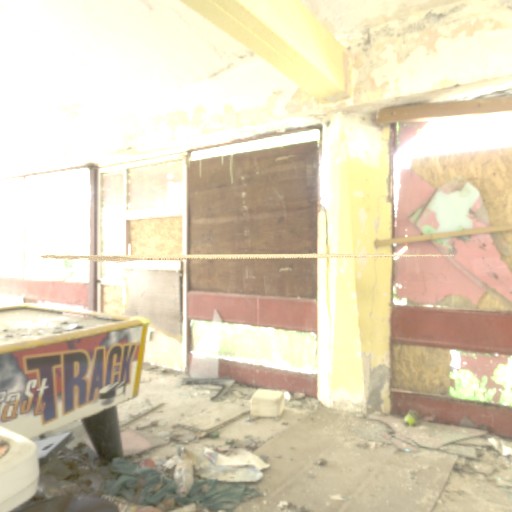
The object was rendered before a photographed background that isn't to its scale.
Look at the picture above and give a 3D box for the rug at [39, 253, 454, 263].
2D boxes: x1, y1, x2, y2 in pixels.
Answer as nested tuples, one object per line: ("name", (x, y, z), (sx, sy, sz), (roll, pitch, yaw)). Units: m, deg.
("rug", (0.000, 0.000, 2.486), (2.021, 0.027, 1.224), (0, 1, -37))
